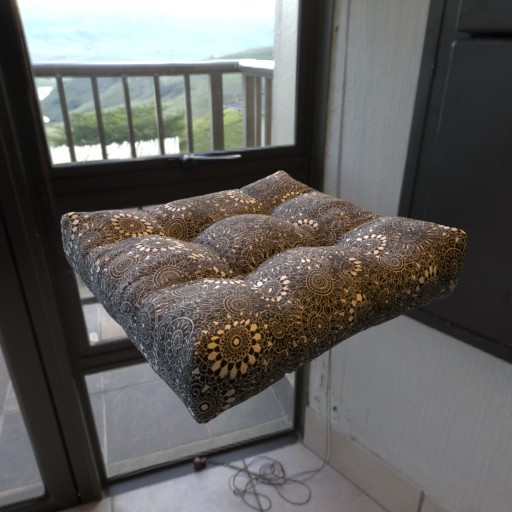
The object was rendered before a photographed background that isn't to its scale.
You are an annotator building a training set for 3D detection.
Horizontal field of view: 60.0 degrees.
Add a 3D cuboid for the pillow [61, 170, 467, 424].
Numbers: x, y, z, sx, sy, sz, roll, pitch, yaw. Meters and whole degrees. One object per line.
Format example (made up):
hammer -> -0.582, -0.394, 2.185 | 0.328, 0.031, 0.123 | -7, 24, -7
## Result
pillow -> 0.000, 0.000, 0.720 | 0.490, 0.128, 0.468 | -18, 31, -33
